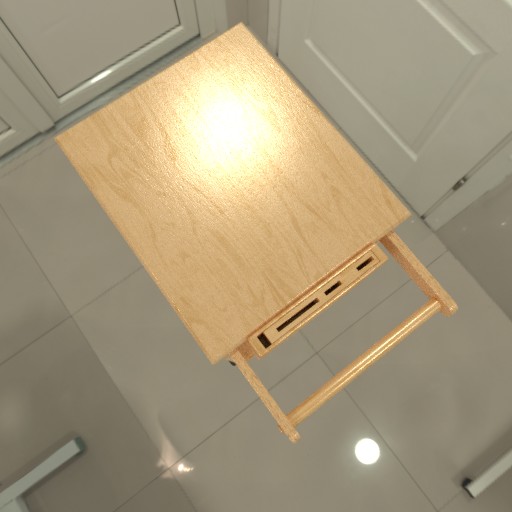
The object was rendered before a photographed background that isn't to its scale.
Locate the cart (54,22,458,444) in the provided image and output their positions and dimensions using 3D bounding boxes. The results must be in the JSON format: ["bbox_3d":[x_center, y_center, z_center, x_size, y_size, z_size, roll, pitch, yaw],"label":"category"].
[{"bbox_3d":[0.000,0.000,1.328,0.520,0.816,0.843,-36,78,-9],"label":"cart"}]
